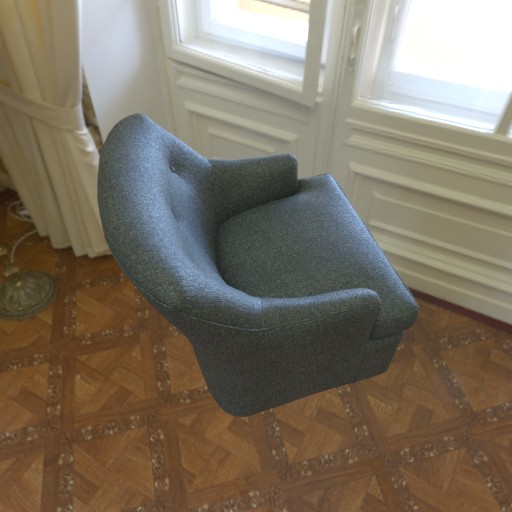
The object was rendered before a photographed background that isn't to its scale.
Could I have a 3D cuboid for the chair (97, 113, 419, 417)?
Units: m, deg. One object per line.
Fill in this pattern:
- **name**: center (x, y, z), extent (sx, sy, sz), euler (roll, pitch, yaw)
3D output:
- **chair**: center (0.000, 0.000, 1.601), extent (0.923, 0.856, 0.864), euler (-12, 48, -11)
